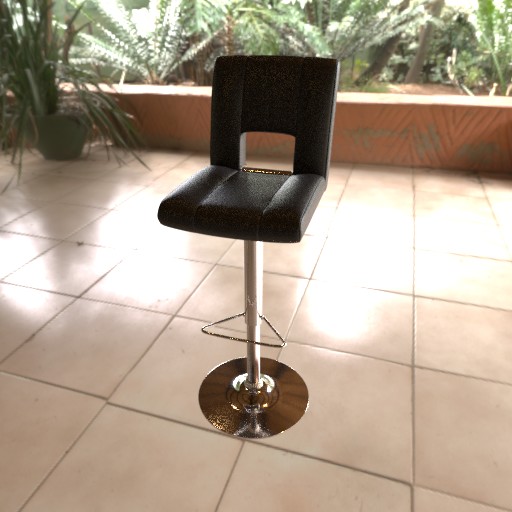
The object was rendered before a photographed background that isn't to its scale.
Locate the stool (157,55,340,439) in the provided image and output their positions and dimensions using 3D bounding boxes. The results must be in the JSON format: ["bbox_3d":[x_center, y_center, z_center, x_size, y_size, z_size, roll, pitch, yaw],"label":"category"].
[{"bbox_3d":[0.000,0.000,1.427,0.415,1.151,0.520,8,29,15],"label":"stool"}]
